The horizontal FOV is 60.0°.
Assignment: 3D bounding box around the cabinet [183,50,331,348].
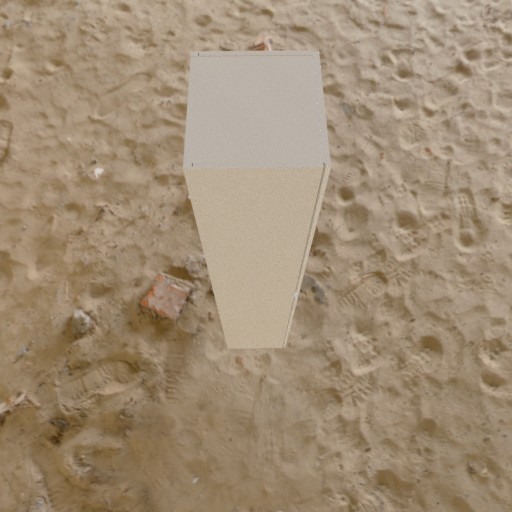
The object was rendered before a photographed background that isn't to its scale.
[{"bbox_3d":[0.000,0.000,1.504,0.270,1.400,0.300,-1,65,0],"label":"cabinet"}]
